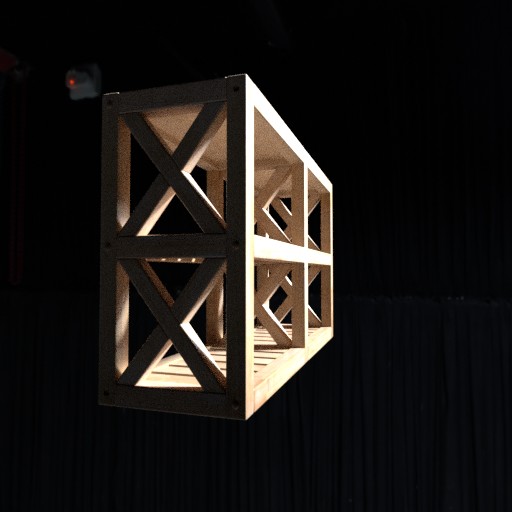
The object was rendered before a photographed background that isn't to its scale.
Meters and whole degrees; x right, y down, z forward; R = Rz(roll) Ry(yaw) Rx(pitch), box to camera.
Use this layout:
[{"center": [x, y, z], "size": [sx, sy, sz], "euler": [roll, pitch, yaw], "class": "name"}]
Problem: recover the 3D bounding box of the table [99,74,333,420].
[{"center": [0.000, 0.000, 1.649], "size": [0.381, 0.762, 1.320], "euler": [-1, -2, 18], "class": "table"}]
